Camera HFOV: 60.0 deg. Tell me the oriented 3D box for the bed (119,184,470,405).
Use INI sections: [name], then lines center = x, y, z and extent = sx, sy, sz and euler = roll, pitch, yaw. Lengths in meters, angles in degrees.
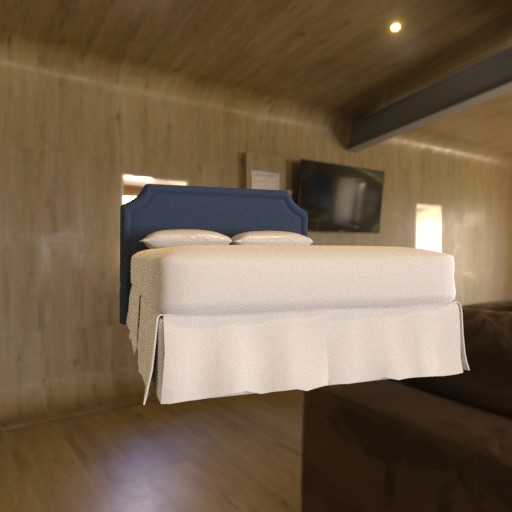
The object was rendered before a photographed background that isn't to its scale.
[bed]
center = 0.000, 0.000, 3.213
extent = 1.831, 1.297, 2.260
euler = 0, 0, -19
